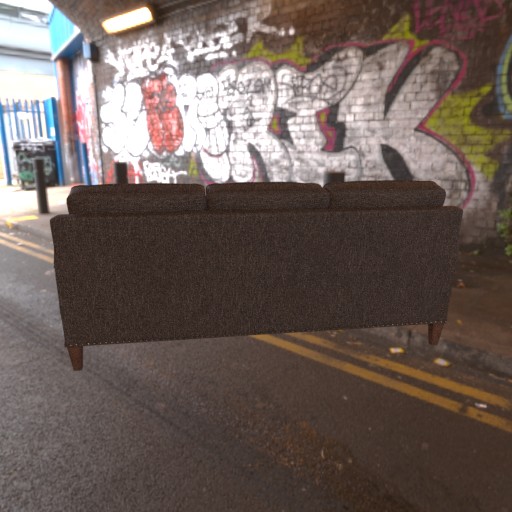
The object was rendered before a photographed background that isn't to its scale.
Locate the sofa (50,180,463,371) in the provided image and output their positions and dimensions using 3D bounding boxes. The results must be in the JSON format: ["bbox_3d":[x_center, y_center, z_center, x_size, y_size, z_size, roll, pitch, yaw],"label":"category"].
[{"bbox_3d":[0.000,0.000,2.867,2.246,1.003,1.084,-2,14,-8],"label":"sofa"}]
